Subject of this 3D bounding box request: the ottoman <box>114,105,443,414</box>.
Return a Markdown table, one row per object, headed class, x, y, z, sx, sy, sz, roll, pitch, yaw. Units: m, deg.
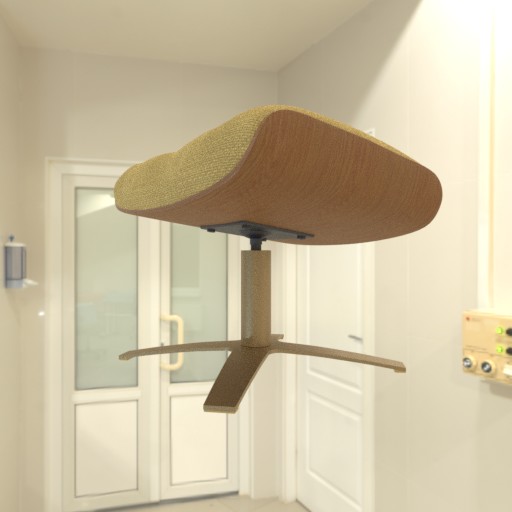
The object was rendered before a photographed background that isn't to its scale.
| class | x | y | z | sx | sy | sz | roll | pitch | yaw |
| --- | --- | --- | --- | --- | --- | --- | --- | --- | --- |
| ottoman | 0.000 | 0.000 | 0.806 | 0.394 | 0.391 | 0.520 | 0 | 0 | -35 |
